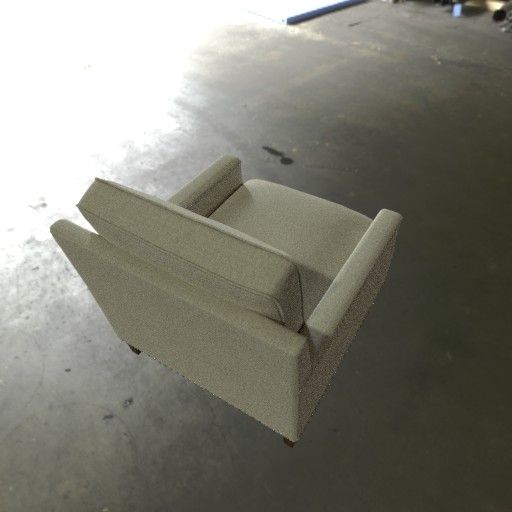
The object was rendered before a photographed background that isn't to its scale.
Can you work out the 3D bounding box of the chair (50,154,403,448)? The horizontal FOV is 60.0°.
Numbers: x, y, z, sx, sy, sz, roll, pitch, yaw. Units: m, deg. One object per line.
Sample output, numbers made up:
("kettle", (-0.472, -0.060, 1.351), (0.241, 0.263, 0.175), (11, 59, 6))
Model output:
("chair", (0.000, 0.000, 1.702), (0.853, 0.943, 1.014), (24, 50, 22))
